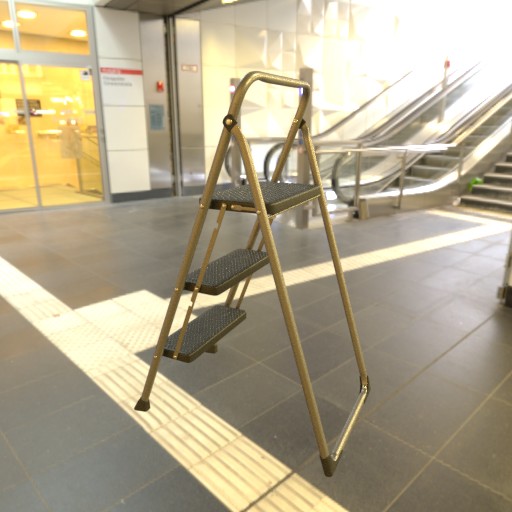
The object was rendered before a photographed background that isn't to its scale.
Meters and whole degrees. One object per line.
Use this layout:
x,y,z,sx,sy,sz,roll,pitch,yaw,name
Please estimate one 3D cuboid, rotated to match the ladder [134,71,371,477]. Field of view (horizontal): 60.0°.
0.000,0.000,1.260,0.629,0.945,0.430,8,19,26,ladder
